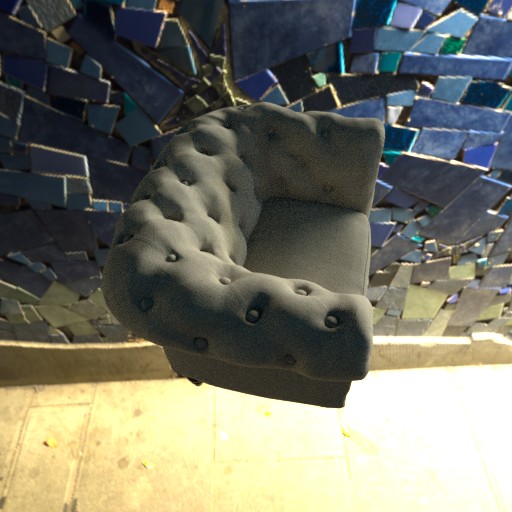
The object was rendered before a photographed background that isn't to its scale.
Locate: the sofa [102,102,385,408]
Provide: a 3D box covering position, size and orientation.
[{"bbox_3d":[0.000,0.000,2.051,1.034,0.878,1.405,9,48,8],"label":"sofa"}]
